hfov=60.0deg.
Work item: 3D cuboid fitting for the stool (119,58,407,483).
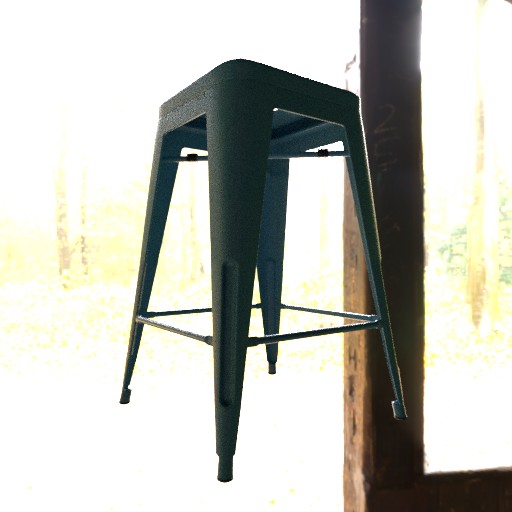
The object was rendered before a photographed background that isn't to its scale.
[{"bbox_3d":[0.000,0.000,0.870,0.410,0.608,0.410,0,0,-36],"label":"stool"}]
